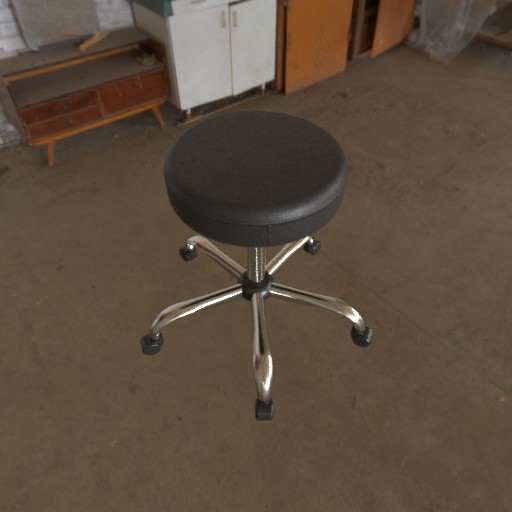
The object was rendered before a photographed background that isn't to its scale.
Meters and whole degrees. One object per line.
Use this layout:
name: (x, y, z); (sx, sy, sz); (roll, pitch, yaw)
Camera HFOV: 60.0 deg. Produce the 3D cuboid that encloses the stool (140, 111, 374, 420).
stool: (0.000, 0.000, 1.143); (0.673, 0.576, 0.638); (-3, 46, -3)
